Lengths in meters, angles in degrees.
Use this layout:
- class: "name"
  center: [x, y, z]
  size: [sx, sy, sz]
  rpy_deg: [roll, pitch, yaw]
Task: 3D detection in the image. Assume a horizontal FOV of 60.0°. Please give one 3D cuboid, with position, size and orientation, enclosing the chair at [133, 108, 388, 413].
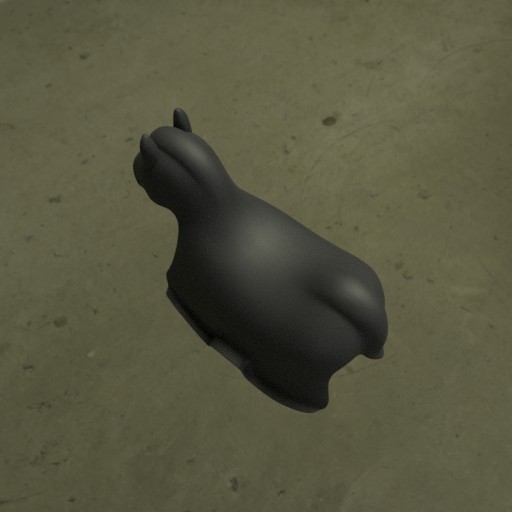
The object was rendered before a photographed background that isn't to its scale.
- class: "chair"
  center: [0.000, 0.000, 1.158]
  size: [0.800, 0.612, 0.429]
  rpy_deg: [35, 67, 18]
